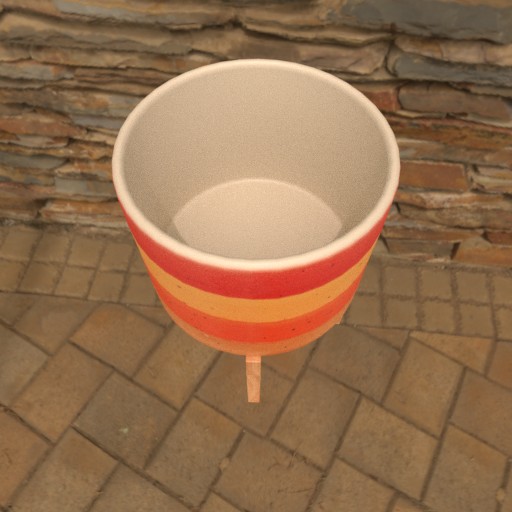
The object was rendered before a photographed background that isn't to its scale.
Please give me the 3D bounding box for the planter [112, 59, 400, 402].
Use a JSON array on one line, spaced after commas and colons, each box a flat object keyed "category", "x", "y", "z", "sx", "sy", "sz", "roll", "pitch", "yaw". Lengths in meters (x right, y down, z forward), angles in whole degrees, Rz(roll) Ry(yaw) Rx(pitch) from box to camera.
[{"category": "planter", "x": 0.000, "y": 0.000, "z": 0.557, "sx": 0.269, "sy": 0.379, "sz": 0.269, "roll": 0, "pitch": 58, "yaw": 0}]
